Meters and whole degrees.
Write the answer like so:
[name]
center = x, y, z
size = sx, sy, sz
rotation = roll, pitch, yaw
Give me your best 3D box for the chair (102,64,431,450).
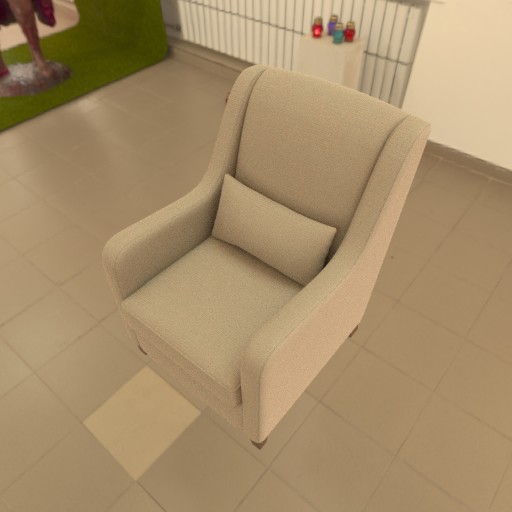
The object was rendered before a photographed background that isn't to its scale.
[chair]
center = 0.000, 0.000, 1.638
size = 0.715, 1.017, 0.896
rotation = 31, 53, 26
